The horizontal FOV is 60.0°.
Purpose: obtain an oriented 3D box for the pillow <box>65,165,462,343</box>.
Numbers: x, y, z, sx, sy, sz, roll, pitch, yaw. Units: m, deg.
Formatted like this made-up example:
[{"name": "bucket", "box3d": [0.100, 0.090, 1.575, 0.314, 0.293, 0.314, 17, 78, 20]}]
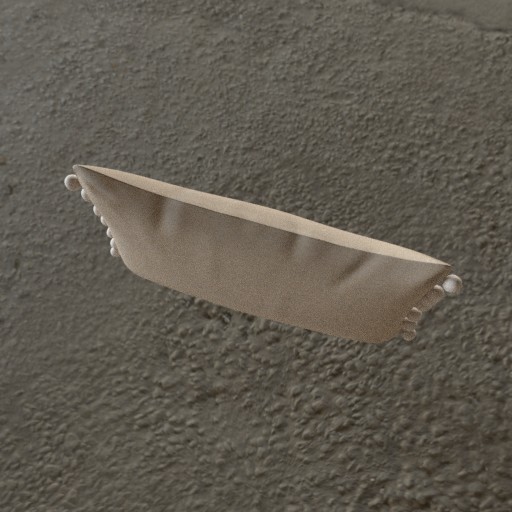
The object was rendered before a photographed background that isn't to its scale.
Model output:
[{"name": "pillow", "box3d": [0.000, 0.000, 0.864, 0.709, 0.322, 0.201, 15, 63, 8]}]
